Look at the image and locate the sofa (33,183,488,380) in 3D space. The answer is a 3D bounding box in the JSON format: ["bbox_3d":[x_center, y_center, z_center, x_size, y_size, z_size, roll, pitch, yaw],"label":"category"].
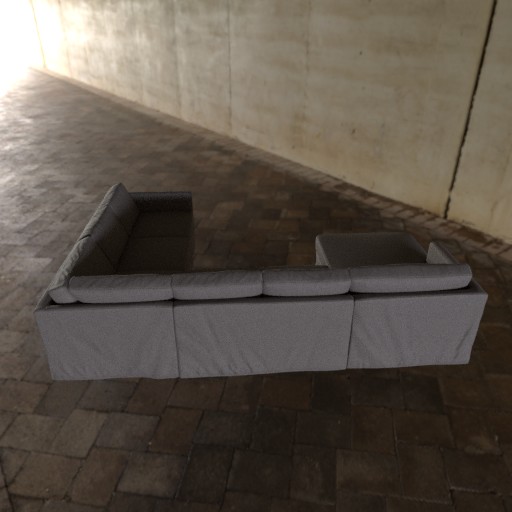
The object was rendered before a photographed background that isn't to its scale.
[{"bbox_3d":[0.000,0.000,4.516,3.528,0.878,2.476,-2,29,-3],"label":"sofa"}]
